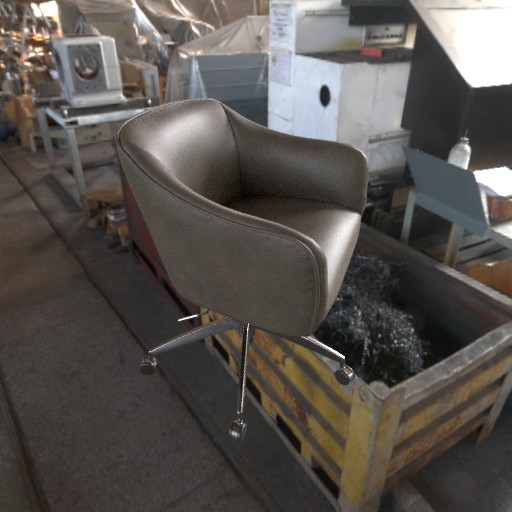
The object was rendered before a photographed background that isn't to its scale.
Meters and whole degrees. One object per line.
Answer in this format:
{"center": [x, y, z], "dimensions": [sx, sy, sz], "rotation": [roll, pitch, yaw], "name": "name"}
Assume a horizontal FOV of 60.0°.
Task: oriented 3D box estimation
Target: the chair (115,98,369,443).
{"center": [0.000, 0.000, 1.352], "dimensions": [0.689, 0.827, 0.713], "rotation": [11, 32, 17], "name": "chair"}
